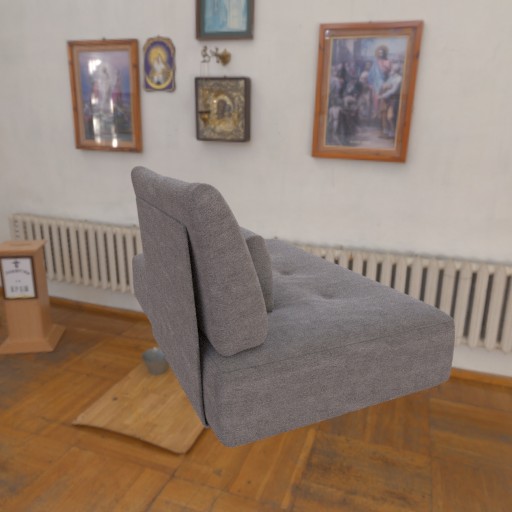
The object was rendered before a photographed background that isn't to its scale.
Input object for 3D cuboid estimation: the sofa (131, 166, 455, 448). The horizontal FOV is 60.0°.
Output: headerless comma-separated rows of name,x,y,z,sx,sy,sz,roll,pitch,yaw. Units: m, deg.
sofa,0.000,0.000,2.030,1.002,0.820,1.450,-7,17,-24
